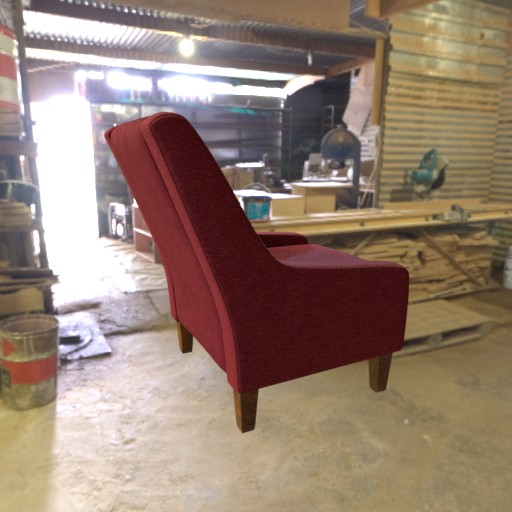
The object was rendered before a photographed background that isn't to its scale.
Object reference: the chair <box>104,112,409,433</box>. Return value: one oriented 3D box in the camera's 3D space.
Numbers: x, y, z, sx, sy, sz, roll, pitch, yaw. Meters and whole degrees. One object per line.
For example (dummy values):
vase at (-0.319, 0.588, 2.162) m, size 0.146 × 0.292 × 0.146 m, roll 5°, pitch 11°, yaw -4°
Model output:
chair at (0.000, 0.000, 1.759) m, size 0.985 × 1.017 × 0.793 m, roll -6°, pitch 15°, yaw -25°
